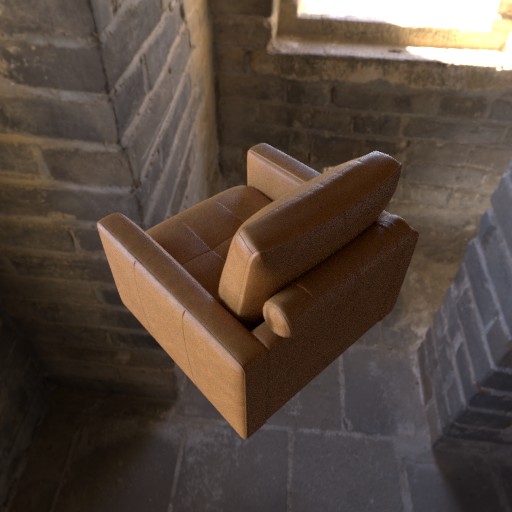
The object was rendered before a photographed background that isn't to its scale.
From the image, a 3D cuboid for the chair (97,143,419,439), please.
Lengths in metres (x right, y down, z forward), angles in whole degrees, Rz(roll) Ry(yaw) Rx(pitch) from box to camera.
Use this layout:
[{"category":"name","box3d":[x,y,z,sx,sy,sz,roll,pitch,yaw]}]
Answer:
[{"category":"chair","box3d":[0.000,0.000,1.622,0.831,0.896,0.868,-32,53,-28]}]
